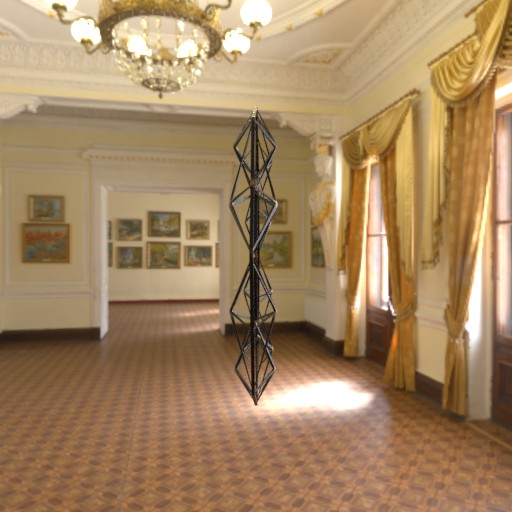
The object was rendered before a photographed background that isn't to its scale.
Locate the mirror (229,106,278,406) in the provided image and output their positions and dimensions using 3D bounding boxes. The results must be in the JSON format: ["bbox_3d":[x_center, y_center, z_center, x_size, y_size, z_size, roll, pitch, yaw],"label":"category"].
[{"bbox_3d":[0.000,0.000,1.051,0.094,0.710,0.710,0,0,1],"label":"mirror"}]
